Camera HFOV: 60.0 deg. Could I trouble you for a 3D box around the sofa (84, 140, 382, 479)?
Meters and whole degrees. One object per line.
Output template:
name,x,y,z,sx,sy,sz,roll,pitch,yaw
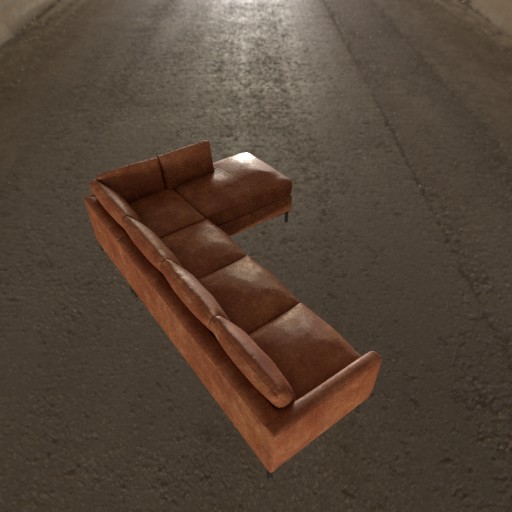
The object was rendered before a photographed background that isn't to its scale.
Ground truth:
sofa,0.000,0.000,3.891,1.938,0.877,2.984,-26,47,-27
